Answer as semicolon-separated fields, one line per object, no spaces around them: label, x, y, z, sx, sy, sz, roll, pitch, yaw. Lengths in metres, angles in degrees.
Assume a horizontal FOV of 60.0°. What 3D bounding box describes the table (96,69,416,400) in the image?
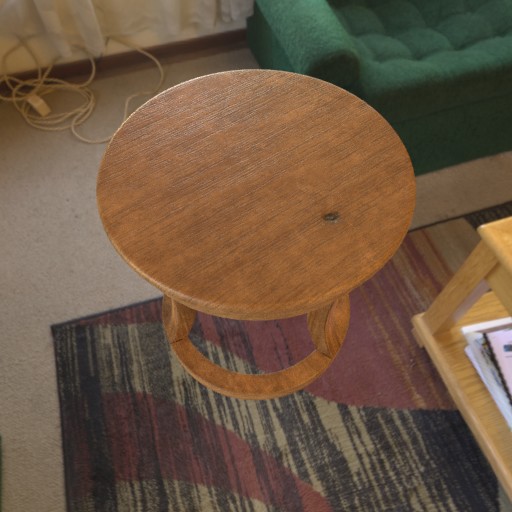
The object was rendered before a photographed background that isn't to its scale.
table;0.000;0.000;0.797;0.432;0.460;0.432;0;58;0
